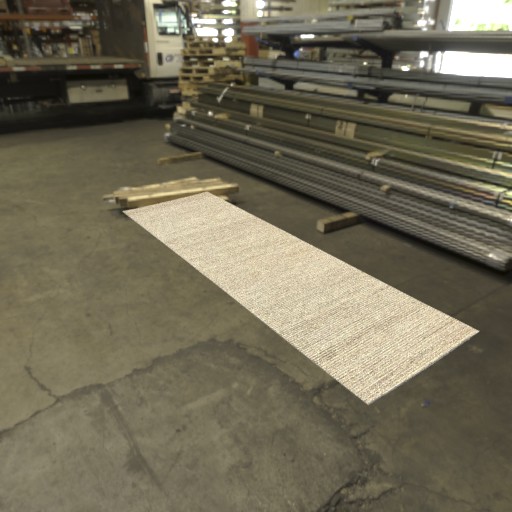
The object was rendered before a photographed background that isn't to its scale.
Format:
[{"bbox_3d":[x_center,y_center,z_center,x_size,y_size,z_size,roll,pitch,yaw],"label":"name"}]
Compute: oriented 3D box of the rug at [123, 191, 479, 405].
[{"bbox_3d":[0.000,0.000,2.642,0.741,0.014,2.390,-18,32,-32],"label":"rug"}]
